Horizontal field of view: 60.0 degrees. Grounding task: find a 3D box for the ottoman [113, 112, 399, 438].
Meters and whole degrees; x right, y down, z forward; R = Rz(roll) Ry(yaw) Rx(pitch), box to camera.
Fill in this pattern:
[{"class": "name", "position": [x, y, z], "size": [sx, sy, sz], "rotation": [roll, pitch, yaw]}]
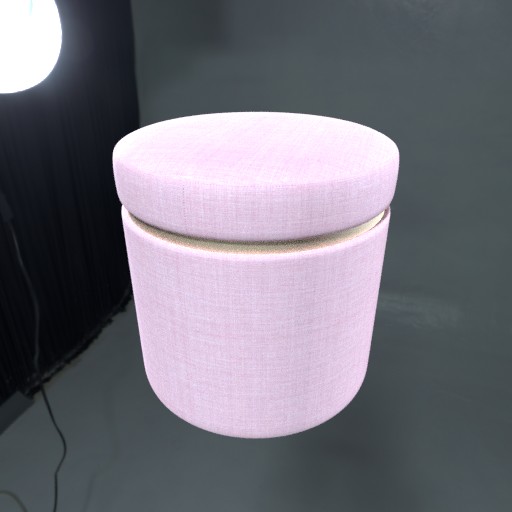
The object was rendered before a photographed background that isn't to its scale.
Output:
[{"class": "ottoman", "position": [0.000, 0.000, 0.722], "size": [0.400, 0.406, 0.400], "rotation": [0, 28, 0]}]
